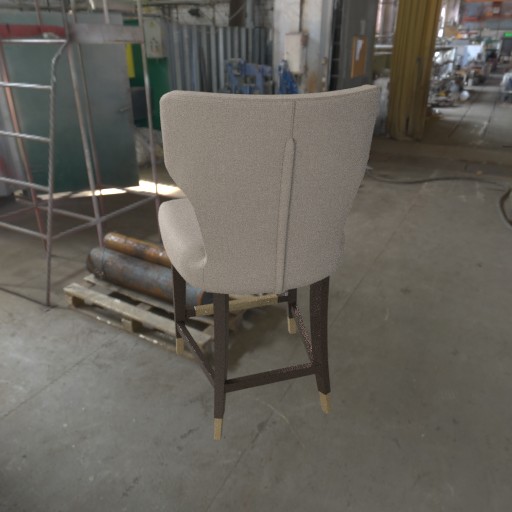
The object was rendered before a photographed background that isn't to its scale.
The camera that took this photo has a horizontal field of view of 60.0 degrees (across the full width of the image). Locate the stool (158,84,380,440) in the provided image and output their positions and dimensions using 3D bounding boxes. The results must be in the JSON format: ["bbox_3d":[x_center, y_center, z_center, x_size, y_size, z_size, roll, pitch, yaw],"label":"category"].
[{"bbox_3d":[0.000,0.000,1.340,0.527,0.982,0.563,-8,27,-15],"label":"stool"}]
